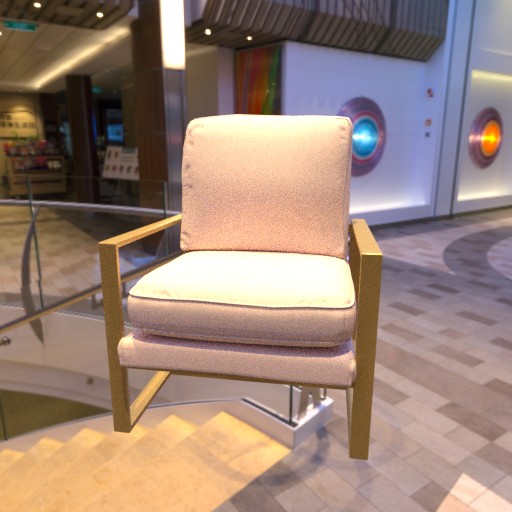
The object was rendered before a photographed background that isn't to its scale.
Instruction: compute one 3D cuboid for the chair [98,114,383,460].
[{"bbox_3d":[0.000,0.000,1.523,0.758,0.956,0.813,2,15,10],"label":"chair"}]
